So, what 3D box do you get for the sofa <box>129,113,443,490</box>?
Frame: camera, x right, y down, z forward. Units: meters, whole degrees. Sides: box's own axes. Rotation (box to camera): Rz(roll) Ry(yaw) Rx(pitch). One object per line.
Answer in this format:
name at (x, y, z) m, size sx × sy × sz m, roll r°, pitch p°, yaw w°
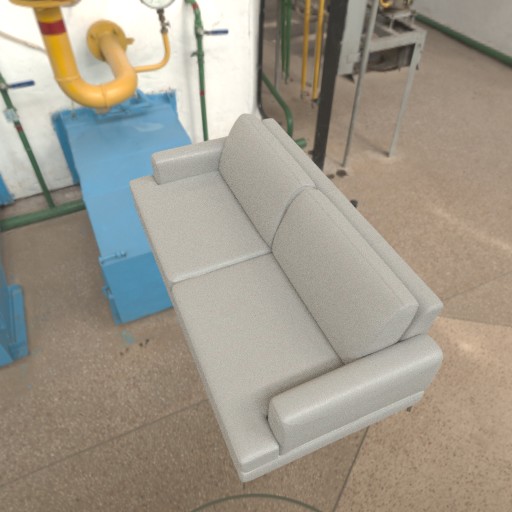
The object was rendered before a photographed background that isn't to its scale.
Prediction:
sofa at (0.000, 0.000, 2.381) m, size 0.974 × 0.765 × 1.940 m, roll -17°, pitch 48°, yaw -16°
